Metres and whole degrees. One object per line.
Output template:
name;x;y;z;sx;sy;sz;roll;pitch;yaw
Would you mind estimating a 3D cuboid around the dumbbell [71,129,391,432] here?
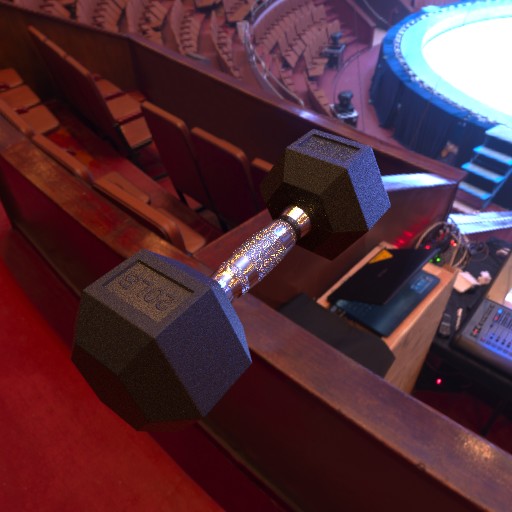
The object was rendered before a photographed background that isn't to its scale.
dumbbell;0.000;0.000;0.322;0.106;0.092;0.272;26;48;26
